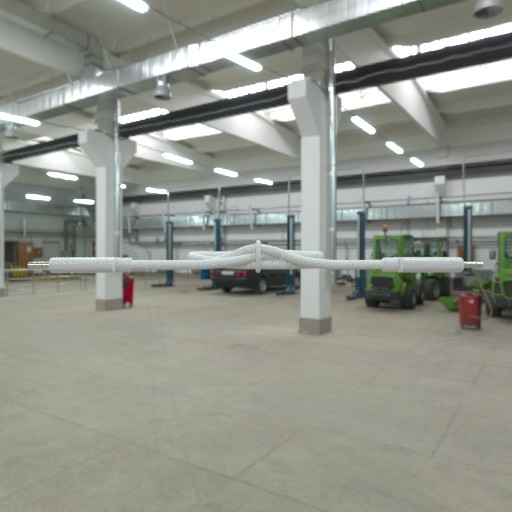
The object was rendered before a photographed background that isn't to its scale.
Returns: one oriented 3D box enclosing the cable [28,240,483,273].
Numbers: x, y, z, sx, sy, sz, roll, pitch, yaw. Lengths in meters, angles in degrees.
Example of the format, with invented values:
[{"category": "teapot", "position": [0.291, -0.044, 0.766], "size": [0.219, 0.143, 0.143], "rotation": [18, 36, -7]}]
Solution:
[{"category": "cable", "position": [0.000, 0.000, 0.213], "size": [0.186, 0.014, 0.070], "rotation": [0, 1, -2]}]
